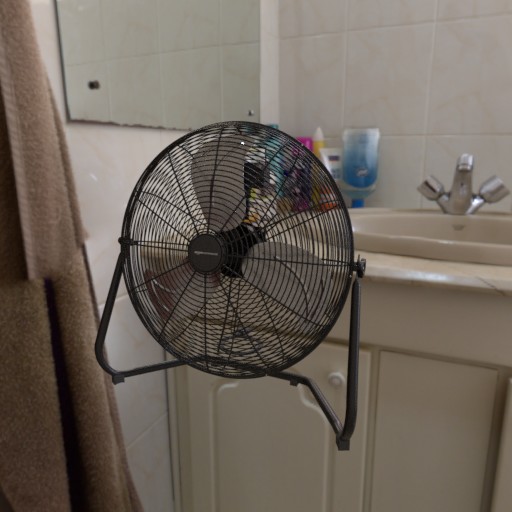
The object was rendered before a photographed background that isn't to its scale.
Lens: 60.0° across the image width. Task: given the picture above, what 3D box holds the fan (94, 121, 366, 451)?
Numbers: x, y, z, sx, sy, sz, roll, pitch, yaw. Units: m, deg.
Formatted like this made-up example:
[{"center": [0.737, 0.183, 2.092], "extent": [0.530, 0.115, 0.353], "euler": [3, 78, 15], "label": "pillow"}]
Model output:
[{"center": [0.000, 0.000, 0.955], "extent": [0.555, 0.546, 0.424], "euler": [6, 14, 25], "label": "fan"}]
